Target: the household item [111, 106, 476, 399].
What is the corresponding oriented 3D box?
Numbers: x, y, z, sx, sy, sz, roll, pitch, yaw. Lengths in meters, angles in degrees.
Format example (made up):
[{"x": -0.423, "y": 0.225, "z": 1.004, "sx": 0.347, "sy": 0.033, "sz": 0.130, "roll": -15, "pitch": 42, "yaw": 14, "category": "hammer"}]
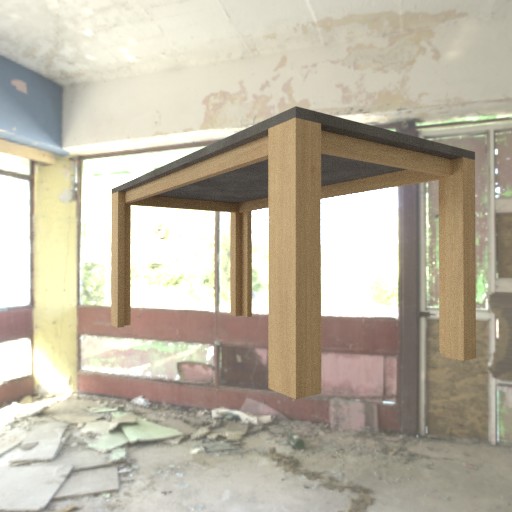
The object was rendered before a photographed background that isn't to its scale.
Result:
[{"x": 0.000, "y": 0.000, "z": 2.040, "sx": 0.850, "sy": 0.755, "sz": 1.600, "roll": 0, "pitch": -1, "yaw": -34, "category": "household item"}]
